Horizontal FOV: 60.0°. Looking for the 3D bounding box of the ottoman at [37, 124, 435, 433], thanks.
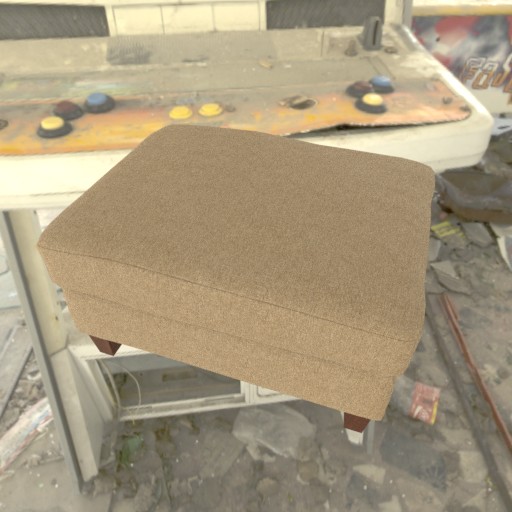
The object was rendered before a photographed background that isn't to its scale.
[{"bbox_3d":[0.000,0.000,1.286,0.889,0.511,0.692,13,43,14],"label":"ottoman"}]
